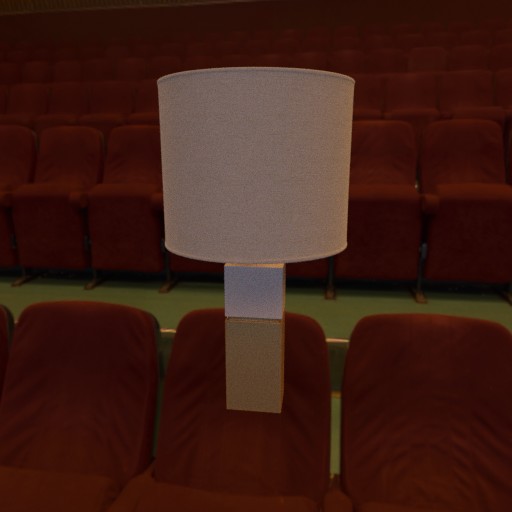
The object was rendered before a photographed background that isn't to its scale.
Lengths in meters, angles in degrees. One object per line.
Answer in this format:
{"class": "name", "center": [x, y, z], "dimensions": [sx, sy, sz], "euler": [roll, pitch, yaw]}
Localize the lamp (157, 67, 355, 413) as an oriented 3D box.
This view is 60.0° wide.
{"class": "lamp", "center": [0.000, 0.000, 0.573], "dimensions": [0.229, 0.417, 0.229], "euler": [2, 14, 7]}
